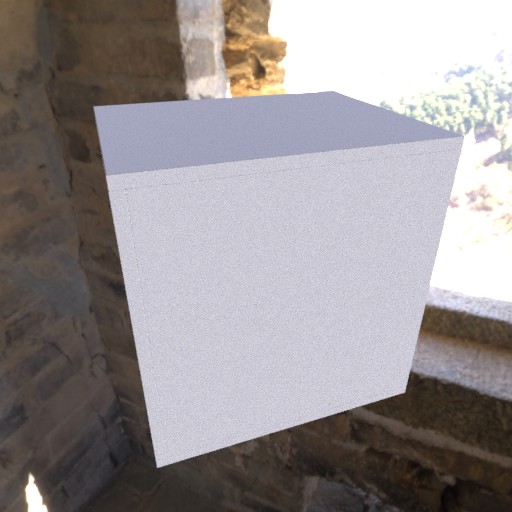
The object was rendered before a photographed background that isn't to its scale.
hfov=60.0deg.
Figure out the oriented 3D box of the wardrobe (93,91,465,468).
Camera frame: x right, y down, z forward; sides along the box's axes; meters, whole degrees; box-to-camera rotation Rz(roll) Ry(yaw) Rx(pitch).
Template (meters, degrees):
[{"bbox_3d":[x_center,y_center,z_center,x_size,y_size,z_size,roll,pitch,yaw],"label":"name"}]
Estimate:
[{"bbox_3d":[0.000,0.000,0.861,0.500,0.520,0.400,-10,31,-17],"label":"wardrobe"}]
